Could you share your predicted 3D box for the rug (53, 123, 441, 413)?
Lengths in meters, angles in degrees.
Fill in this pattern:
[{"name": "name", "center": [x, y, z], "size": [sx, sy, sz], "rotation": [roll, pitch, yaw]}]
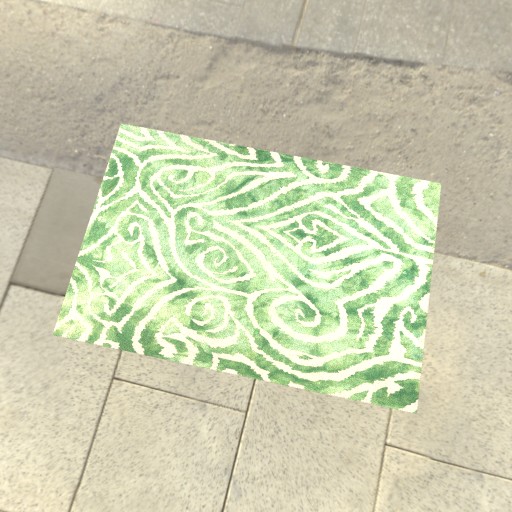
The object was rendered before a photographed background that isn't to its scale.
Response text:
[{"name": "rug", "center": [0.000, 0.000, 2.328], "size": [1.826, 0.006, 1.220], "rotation": [11, 75, 3]}]
